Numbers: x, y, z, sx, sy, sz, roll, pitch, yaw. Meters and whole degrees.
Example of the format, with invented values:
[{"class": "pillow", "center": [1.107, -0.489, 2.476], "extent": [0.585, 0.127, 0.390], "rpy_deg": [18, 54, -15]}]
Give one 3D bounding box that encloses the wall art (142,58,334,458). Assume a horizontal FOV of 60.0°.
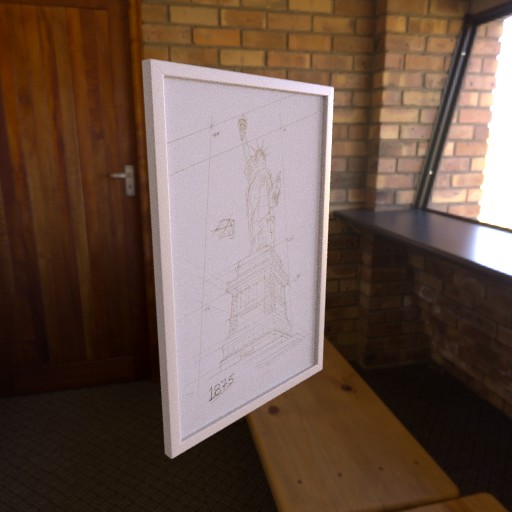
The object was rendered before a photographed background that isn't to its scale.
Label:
[{"class": "wall art", "center": [0.000, 0.000, 1.556], "extent": [0.038, 1.183, 0.808], "rpy_deg": [14, 20, 43]}]
